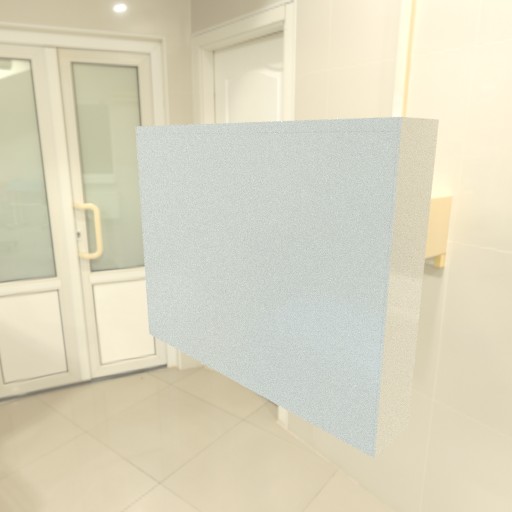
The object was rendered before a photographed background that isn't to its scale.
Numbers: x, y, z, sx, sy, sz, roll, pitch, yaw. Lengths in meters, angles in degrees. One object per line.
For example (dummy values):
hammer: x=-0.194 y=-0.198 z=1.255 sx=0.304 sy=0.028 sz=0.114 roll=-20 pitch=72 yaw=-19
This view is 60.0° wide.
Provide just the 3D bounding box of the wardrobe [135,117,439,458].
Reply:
wardrobe: x=0.000 y=0.000 z=4.125 sx=3.000 sy=2.360 sz=0.580 roll=14 pitch=21 yaw=43
